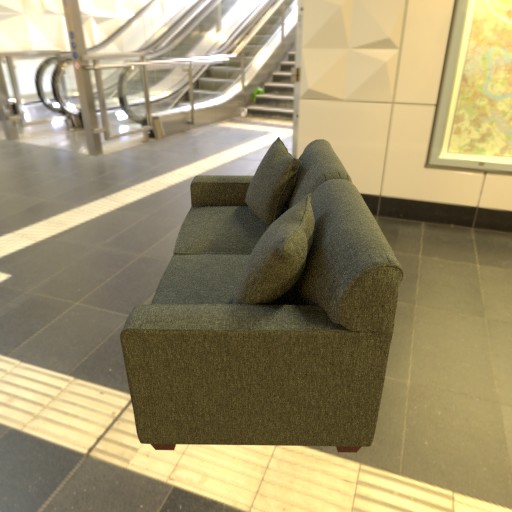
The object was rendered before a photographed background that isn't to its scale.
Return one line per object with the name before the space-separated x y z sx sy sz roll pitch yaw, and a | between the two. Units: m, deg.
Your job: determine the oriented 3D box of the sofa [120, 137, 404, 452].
sofa | 0.000 0.000 2.413 0.998 0.958 1.846 0 27 1
